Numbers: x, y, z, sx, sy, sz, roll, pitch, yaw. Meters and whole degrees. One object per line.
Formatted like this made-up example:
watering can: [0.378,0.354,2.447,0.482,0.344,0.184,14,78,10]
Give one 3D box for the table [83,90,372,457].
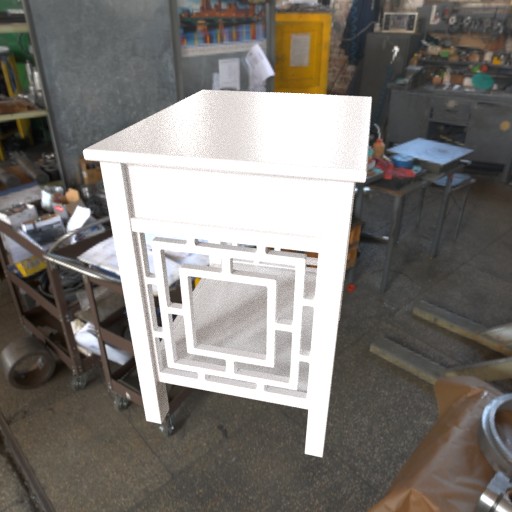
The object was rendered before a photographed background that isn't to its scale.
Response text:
table: [0.000,0.000,1.055,0.451,0.646,0.564,7,31,12]
